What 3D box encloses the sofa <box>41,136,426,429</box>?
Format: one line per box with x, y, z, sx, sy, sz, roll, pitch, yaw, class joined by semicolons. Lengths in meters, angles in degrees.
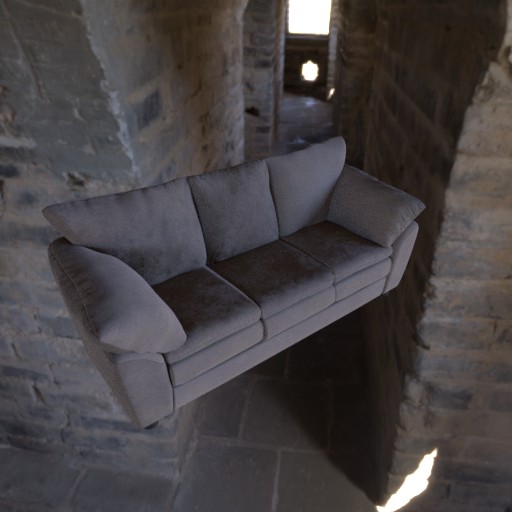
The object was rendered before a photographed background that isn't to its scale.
0.000;0.000;2.809;2.336;1.073;0.878;-21;36;-32;sofa
